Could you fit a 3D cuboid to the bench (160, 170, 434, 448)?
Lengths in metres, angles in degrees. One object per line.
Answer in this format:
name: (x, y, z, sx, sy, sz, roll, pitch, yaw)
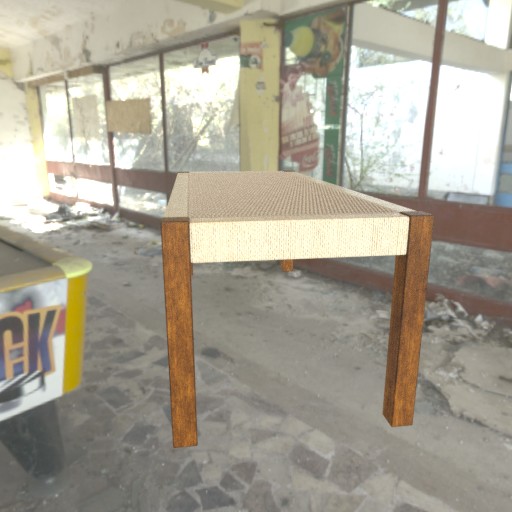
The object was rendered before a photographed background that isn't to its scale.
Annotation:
bench: (0.000, 0.000, 1.431, 0.507, 0.457, 1.198, -2, 15, -8)
